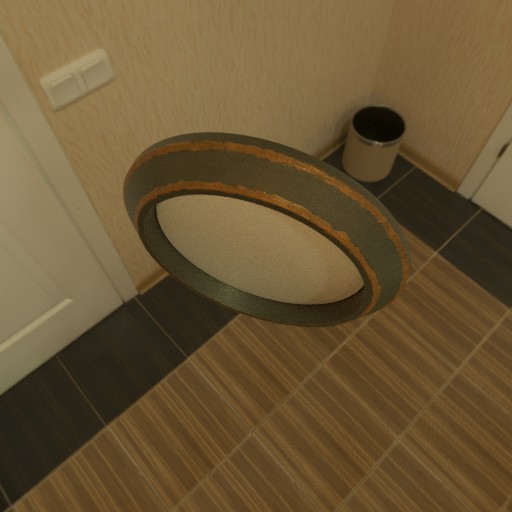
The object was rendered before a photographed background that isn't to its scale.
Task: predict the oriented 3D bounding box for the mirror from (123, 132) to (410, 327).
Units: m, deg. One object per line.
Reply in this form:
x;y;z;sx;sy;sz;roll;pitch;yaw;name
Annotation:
0.000;0.000;1.388;0.907;0.907;0.111;16;61;9;mirror
